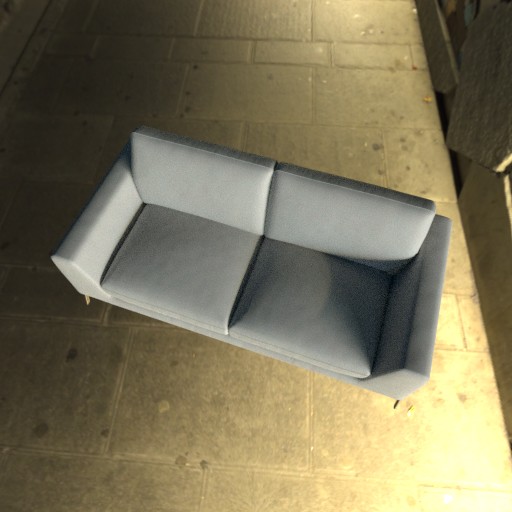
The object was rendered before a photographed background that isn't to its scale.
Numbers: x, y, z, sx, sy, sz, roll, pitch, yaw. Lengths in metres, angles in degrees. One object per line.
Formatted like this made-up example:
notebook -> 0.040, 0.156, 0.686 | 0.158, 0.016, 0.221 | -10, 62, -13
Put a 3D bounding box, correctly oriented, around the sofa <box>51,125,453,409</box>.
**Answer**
sofa -> 0.000, 0.000, 2.546 | 2.017, 0.875, 0.953 | 17, 61, 10
